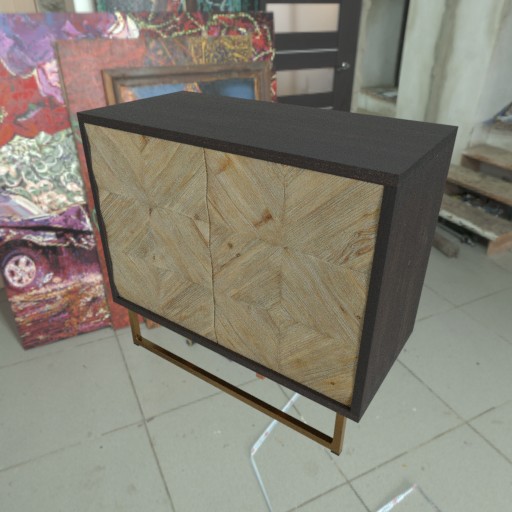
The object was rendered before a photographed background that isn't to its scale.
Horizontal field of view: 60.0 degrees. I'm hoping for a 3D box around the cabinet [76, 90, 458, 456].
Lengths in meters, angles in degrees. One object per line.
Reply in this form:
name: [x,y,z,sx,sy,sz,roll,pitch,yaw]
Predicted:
cabinet: [0.000,0.000,1.420,0.950,0.860,0.451,19,35,30]
